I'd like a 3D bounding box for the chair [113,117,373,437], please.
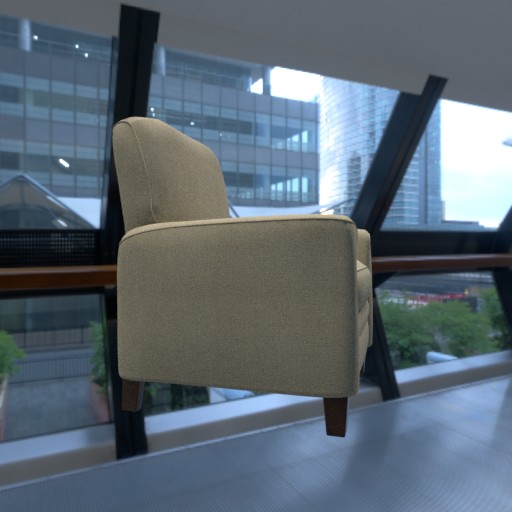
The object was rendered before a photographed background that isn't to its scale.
[{"bbox_3d":[0.000,0.000,1.696,0.853,1.006,0.850,0,0,18],"label":"chair"}]
